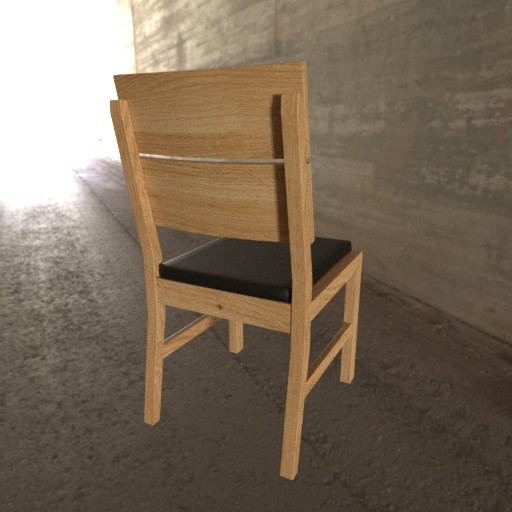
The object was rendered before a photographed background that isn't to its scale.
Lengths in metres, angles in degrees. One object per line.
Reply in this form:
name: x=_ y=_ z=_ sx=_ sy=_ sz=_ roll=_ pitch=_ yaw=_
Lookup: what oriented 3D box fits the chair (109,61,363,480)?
chair: x=0.000 y=0.000 z=1.275 sx=0.475 sy=0.950 sz=0.569 roll=9 pitch=18 yaw=27
